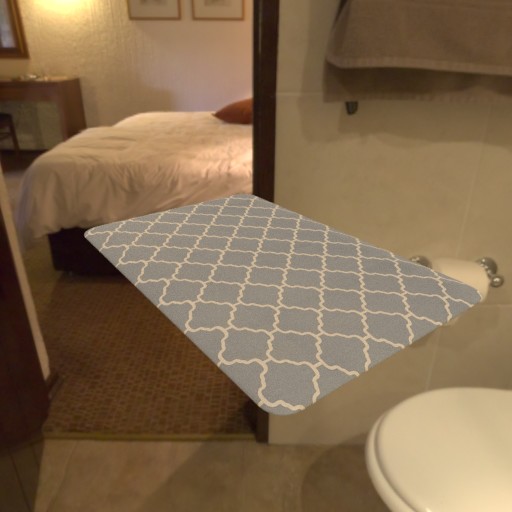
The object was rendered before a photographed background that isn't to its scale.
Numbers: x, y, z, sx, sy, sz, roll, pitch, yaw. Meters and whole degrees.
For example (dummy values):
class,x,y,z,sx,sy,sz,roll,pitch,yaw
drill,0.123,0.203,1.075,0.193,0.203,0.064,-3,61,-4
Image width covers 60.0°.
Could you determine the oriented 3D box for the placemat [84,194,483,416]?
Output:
class,x,y,z,sx,sy,sz,roll,pitch,yaw
placemat,0.000,0.000,0.948,0.508,0.021,0.762,-18,31,-33
